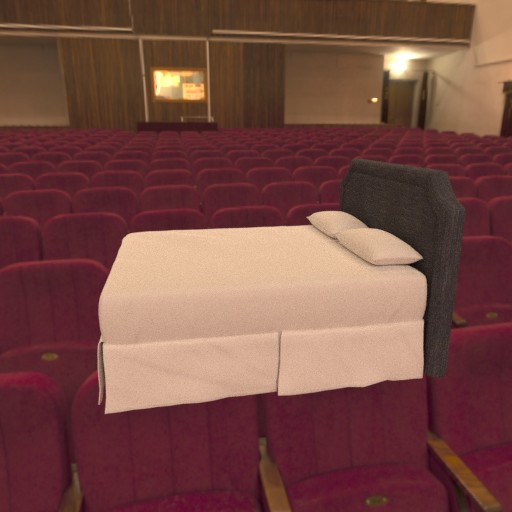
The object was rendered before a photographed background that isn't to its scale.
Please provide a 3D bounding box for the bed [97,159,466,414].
[{"bbox_3d":[0.000,0.000,3.211,2.116,1.290,1.693,-3,16,-10],"label":"bed"}]
